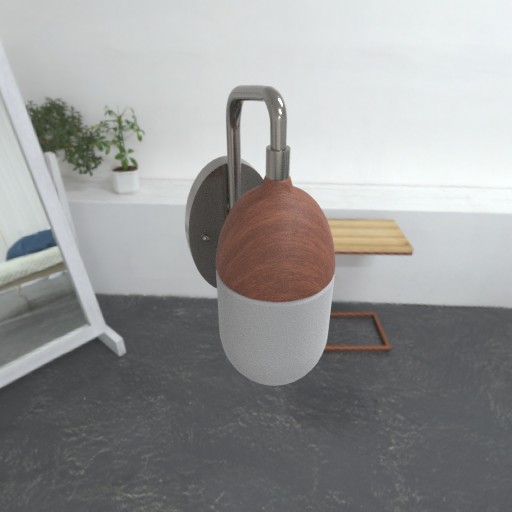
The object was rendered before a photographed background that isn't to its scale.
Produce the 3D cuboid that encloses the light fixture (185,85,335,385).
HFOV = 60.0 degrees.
[{"bbox_3d":[0.000,0.000,0.454,0.108,0.343,0.216,-10,34,-16],"label":"light fixture"}]
